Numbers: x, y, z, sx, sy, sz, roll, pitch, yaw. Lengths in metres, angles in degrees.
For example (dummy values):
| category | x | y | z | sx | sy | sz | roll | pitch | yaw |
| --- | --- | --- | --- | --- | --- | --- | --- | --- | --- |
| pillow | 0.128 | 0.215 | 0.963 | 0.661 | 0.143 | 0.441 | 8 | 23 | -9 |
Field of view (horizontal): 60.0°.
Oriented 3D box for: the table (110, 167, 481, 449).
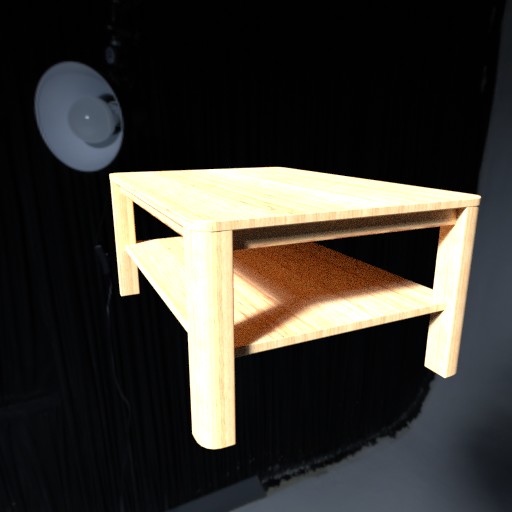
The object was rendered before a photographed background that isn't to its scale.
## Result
| category | x | y | z | sx | sy | sz | roll | pitch | yaw |
| --- | --- | --- | --- | --- | --- | --- | --- | --- | --- |
| table | 0.000 | 0.000 | 1.351 | 0.696 | 0.445 | 0.997 | -7 | 17 | -24 |
